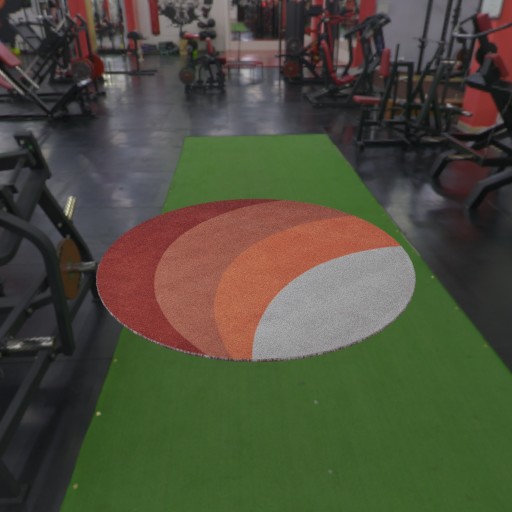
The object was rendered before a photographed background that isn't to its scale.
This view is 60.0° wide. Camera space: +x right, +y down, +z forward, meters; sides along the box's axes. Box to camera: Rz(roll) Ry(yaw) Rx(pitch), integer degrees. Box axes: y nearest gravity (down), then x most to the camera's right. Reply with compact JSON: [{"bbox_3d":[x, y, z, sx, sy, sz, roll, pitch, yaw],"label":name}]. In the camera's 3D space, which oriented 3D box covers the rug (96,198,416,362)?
[{"bbox_3d":[0.000,0.000,2.203,1.514,0.015,1.514,0,29,0],"label":"rug"}]
